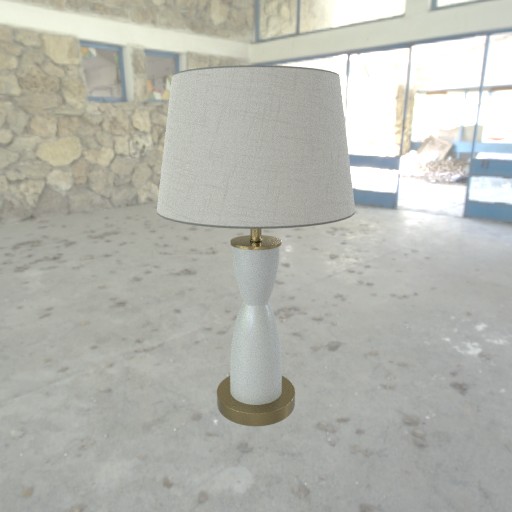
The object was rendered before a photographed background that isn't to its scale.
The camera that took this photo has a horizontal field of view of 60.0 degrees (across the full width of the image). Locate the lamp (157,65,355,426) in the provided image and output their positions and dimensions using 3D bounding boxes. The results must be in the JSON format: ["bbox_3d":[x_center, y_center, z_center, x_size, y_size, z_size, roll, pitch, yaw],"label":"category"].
[{"bbox_3d":[0.000,0.000,0.726,0.309,0.545,0.309,0,15,0],"label":"lamp"}]
